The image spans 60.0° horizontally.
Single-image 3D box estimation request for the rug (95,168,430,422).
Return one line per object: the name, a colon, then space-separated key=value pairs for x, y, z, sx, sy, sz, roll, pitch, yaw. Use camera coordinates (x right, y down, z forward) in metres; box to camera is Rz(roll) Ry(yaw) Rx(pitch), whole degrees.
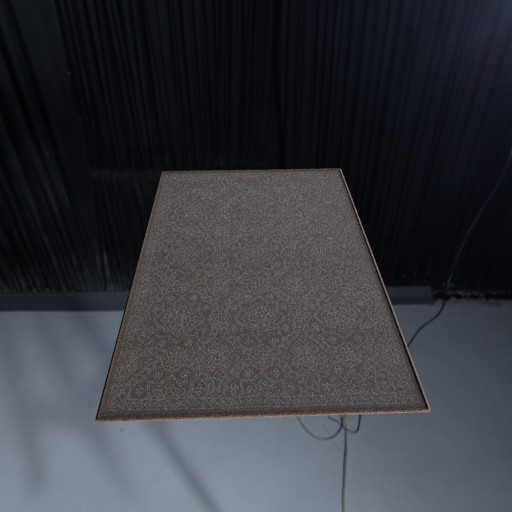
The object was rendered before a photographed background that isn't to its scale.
rug: x=0.000 y=0.000 z=2.883 sx=1.524 sy=0.011 sz=2.286 roll=-1 pitch=40 yaw=-2
